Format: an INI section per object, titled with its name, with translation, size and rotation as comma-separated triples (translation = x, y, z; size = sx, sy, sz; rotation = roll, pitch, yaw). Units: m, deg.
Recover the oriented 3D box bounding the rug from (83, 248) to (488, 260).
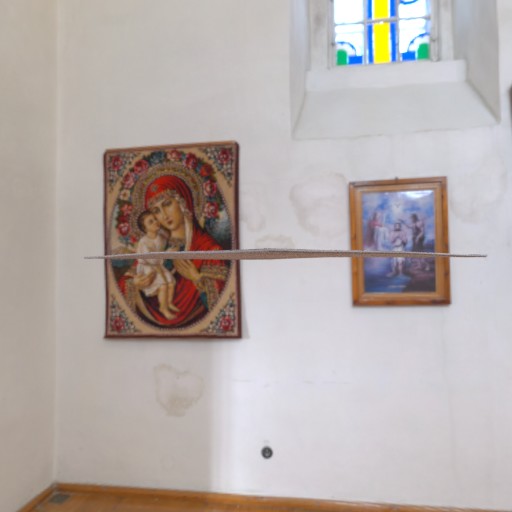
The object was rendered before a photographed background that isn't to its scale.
[rug]
translation = 0.000, 0.000, 2.968
size = 1.604, 0.030, 2.307
rotation = 1, -1, -37
